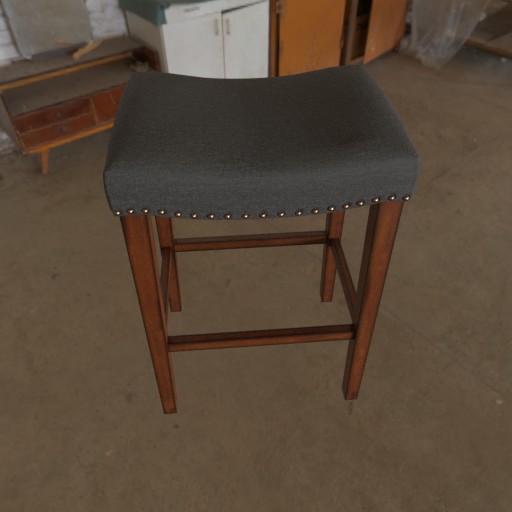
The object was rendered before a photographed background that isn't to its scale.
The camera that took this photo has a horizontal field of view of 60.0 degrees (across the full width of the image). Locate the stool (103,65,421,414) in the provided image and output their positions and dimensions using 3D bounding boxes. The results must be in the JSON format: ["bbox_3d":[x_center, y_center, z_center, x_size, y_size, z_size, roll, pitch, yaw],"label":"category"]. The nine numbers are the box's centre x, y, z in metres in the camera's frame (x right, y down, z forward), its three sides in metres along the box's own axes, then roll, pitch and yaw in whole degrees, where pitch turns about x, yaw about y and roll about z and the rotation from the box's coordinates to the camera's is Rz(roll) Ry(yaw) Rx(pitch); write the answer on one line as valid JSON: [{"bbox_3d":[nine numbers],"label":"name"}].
[{"bbox_3d":[0.000,0.000,1.013,0.502,0.748,0.366,-3,45,-3],"label":"stool"}]
